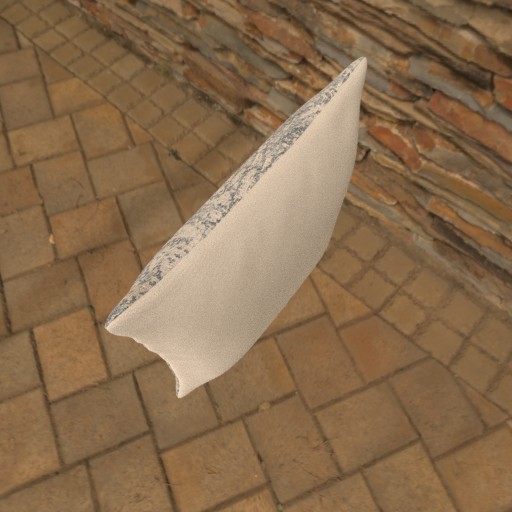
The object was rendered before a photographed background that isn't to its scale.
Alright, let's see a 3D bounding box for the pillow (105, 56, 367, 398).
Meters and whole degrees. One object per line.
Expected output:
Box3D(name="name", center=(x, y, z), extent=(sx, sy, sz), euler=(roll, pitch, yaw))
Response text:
Box3D(name="pillow", center=(0.000, 0.000, 0.781), extent=(0.166, 0.510, 0.523), euler=(35, 69, 16))
